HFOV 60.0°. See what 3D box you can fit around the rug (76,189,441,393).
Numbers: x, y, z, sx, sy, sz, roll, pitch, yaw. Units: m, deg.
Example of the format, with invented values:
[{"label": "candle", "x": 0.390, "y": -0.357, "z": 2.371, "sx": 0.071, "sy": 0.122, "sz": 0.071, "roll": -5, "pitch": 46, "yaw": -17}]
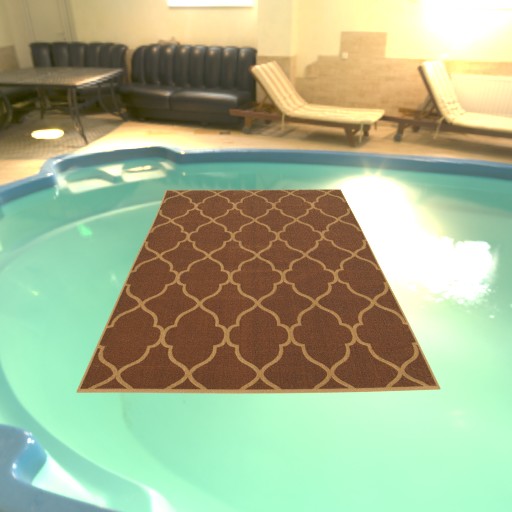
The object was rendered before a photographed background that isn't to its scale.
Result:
[{"label": "rug", "x": 0.000, "y": 0.000, "z": 2.828, "sx": 1.526, "sy": 0.014, "sz": 2.290, "roll": 0, "pitch": 30, "yaw": -1}]
